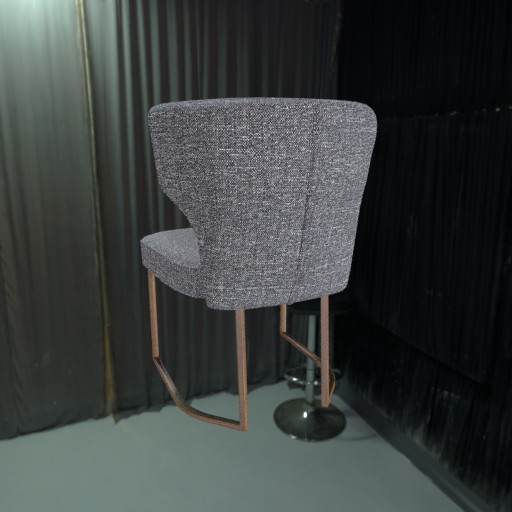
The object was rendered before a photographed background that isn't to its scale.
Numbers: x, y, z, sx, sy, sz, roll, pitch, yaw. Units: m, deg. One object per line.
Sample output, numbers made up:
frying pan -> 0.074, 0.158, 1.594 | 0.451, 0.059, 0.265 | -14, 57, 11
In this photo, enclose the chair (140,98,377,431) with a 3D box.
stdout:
chair -> 0.000, 0.000, 1.289 | 0.611, 0.824, 0.617 | -6, 15, -24
